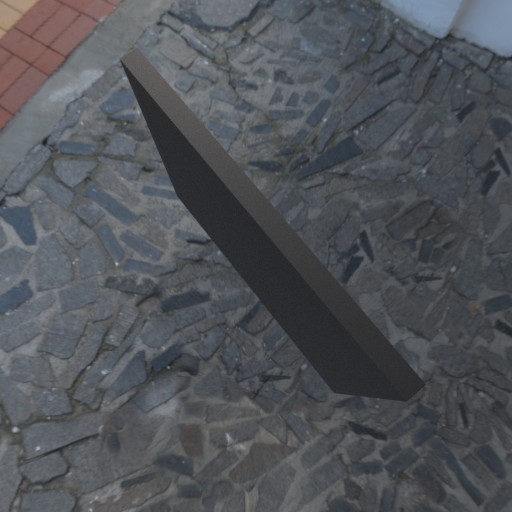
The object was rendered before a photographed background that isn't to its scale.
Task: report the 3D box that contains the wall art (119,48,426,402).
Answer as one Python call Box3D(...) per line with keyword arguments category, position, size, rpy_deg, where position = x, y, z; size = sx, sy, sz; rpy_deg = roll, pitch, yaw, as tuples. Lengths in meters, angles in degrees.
Box3D(category="wall art", position=(0.000, 0.000, 0.757), size=(0.029, 0.457, 0.558), rpy_deg=(-37, 77, -10))
